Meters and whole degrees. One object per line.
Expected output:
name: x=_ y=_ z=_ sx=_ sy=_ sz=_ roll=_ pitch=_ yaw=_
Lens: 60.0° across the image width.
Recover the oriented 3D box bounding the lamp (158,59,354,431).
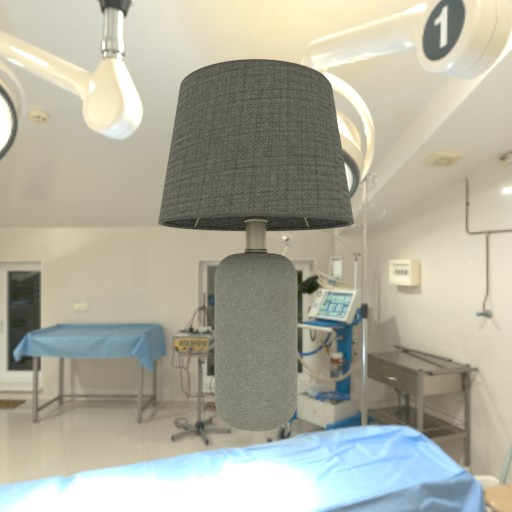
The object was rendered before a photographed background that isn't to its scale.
lamp: x=0.000 y=0.000 z=0.582 sx=0.251 sy=0.429 sz=0.251 roll=0 pitch=0 yaw=0
